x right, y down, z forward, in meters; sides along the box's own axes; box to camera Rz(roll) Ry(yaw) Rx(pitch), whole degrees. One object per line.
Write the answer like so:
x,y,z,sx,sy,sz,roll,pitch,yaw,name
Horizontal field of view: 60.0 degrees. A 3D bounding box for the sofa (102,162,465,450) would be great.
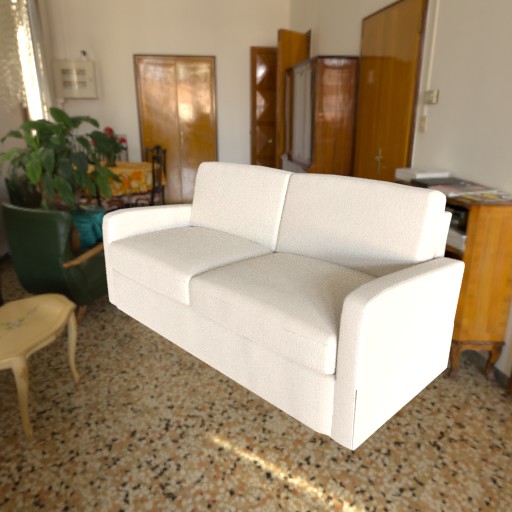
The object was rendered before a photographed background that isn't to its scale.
0.000,0.000,2.304,0.894,0.831,1.808,-17,24,-42,sofa
